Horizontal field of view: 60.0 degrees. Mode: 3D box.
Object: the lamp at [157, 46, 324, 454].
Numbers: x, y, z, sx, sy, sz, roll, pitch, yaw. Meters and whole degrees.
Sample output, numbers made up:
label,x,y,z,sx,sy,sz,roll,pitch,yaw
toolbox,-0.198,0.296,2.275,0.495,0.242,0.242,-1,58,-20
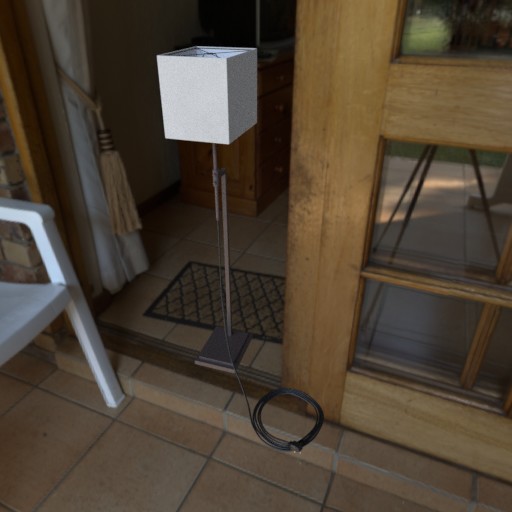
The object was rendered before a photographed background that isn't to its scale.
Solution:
label,x,y,z,sx,sy,sz,roll,pitch,yaw
lamp,0.000,0.000,1.960,0.774,1.600,0.698,9,32,15
